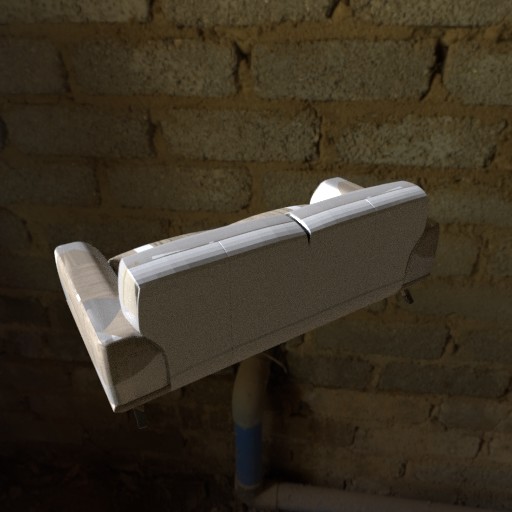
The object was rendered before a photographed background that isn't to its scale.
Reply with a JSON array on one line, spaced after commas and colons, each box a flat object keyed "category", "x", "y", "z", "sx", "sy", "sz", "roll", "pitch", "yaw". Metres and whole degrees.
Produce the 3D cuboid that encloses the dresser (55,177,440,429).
[{"category": "dresser", "x": 0.000, "y": 0.000, "z": 5.949, "sx": 4.679, "sy": 1.863, "sz": 2.251, "roll": -18, "pitch": 35, "yaw": -27}]
